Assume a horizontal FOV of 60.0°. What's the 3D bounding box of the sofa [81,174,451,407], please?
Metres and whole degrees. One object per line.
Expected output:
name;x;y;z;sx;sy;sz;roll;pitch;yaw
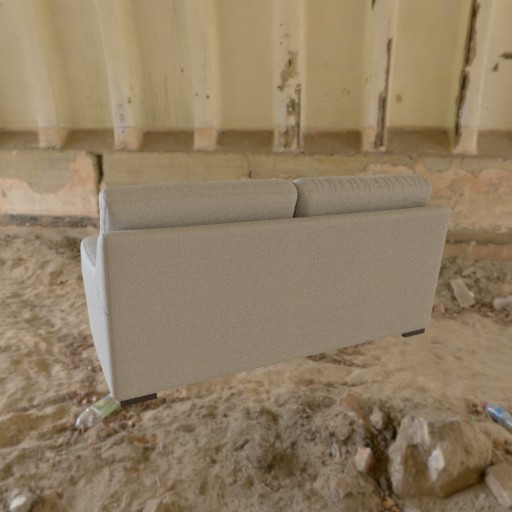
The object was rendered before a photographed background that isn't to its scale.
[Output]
sofa;0.000;0.000;2.560;1.880;0.940;1.143;-7;16;-25
